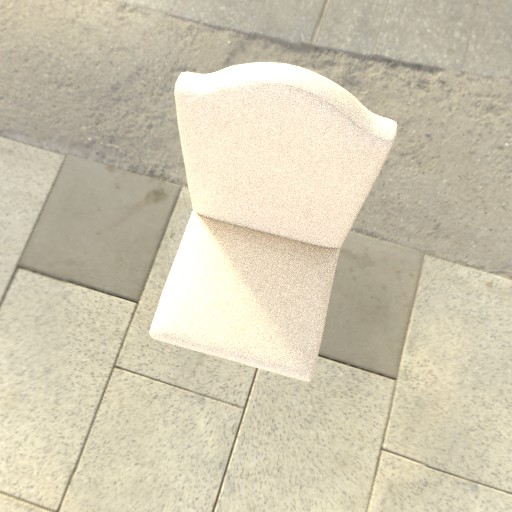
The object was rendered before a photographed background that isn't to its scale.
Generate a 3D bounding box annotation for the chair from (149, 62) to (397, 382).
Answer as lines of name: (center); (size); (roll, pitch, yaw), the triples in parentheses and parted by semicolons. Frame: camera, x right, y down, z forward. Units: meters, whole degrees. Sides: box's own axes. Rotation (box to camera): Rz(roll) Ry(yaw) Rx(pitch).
chair: (0.000, 0.000, 1.379); (0.534, 1.012, 0.648); (15, 76, 4)
